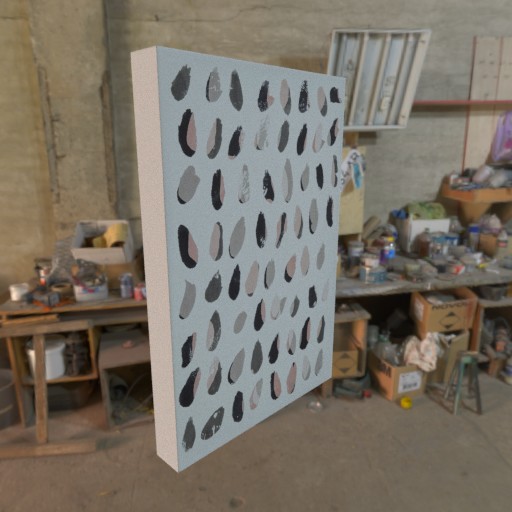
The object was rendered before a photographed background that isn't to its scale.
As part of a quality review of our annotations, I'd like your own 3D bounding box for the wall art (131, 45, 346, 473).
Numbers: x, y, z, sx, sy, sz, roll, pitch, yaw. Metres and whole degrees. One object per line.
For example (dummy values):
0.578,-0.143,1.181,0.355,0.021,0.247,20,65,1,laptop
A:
0.000,0.000,0.481,0.039,0.381,0.252,14,20,43,wall art
